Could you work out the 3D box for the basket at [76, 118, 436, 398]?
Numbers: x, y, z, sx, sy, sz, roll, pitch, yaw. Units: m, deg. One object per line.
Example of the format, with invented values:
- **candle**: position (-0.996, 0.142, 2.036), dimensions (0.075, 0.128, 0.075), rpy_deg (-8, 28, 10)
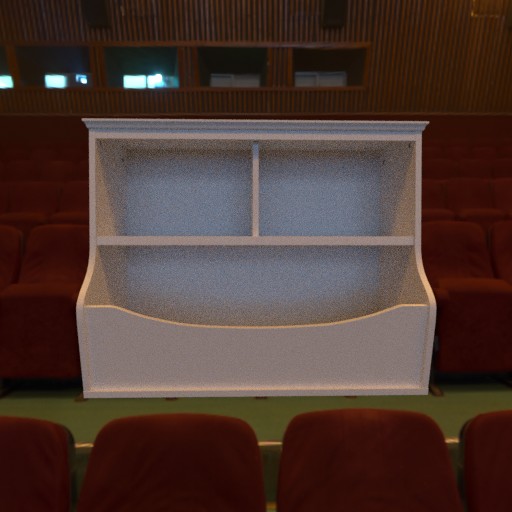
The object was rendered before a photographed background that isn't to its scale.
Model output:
- **basket**: position (0.000, 0.000, 1.134), dimensions (0.792, 0.625, 0.376), rpy_deg (0, 1, -2)
